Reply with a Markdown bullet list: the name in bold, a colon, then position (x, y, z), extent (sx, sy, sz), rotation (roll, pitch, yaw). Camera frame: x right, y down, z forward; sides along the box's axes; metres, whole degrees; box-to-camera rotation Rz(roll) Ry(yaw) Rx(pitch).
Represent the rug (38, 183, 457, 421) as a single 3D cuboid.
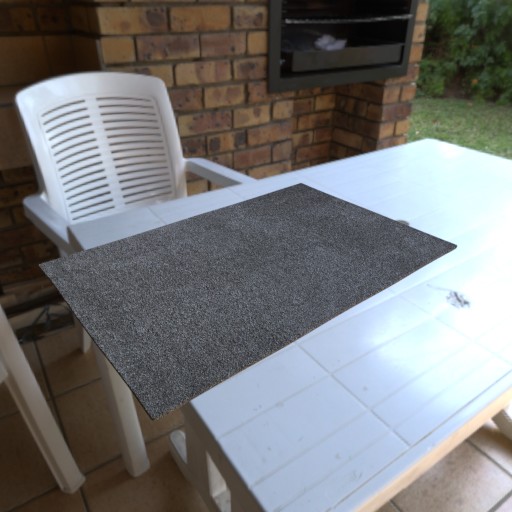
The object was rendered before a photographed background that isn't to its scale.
- **rug**: position (0.000, 0.000, 3.417), extent (2.699, 0.026, 1.802), rotation (-22, 37, -33)
